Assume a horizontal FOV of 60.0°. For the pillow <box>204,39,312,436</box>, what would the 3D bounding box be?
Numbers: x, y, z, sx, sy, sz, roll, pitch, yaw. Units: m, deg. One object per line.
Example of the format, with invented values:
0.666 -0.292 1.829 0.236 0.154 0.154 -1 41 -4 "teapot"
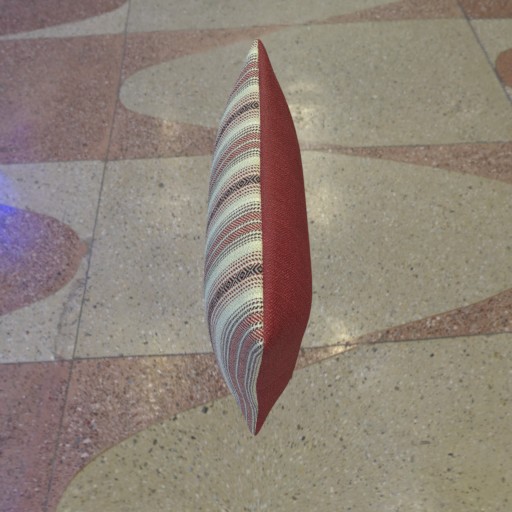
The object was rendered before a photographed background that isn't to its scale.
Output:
0.000 0.000 0.774 0.166 0.497 0.513 0 58 0 "pillow"
